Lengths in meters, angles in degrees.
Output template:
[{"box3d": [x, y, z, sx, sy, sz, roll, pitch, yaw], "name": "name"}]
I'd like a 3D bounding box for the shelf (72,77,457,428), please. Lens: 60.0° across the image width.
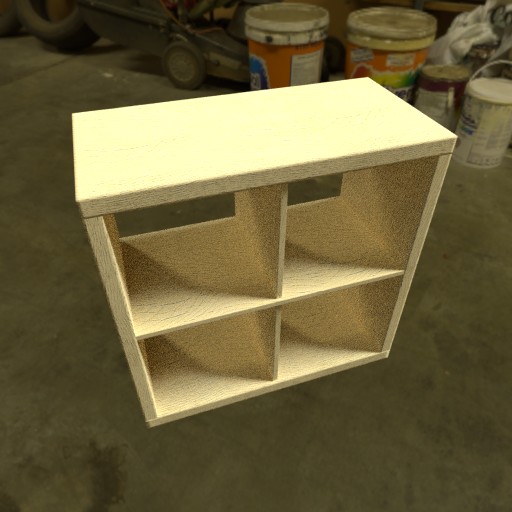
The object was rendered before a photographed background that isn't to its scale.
[{"box3d": [0.000, 0.000, 1.261, 0.790, 0.786, 0.390, -12, 42, -14], "name": "shelf"}]
